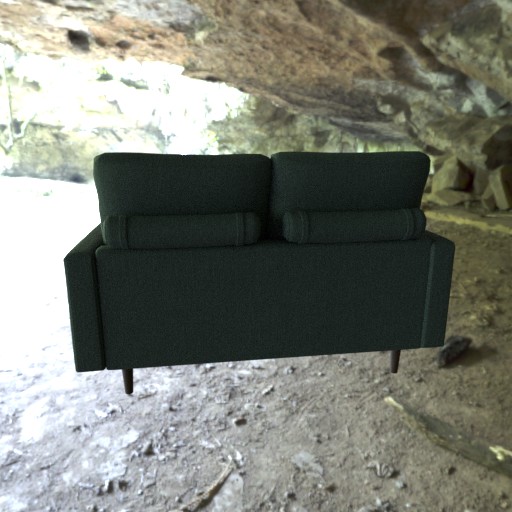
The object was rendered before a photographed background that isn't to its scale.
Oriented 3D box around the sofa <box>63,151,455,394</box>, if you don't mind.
[{"bbox_3d":[0.000,0.000,1.950,1.407,0.907,0.842,-2,15,-8],"label":"sofa"}]
